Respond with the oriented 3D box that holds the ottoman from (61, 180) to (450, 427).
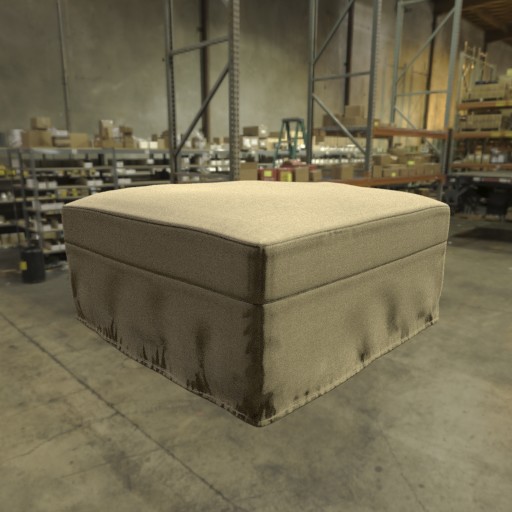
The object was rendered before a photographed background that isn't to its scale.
[{"bbox_3d":[0.000,0.000,1.342,0.843,0.436,0.840,13,18,43],"label":"ottoman"}]
